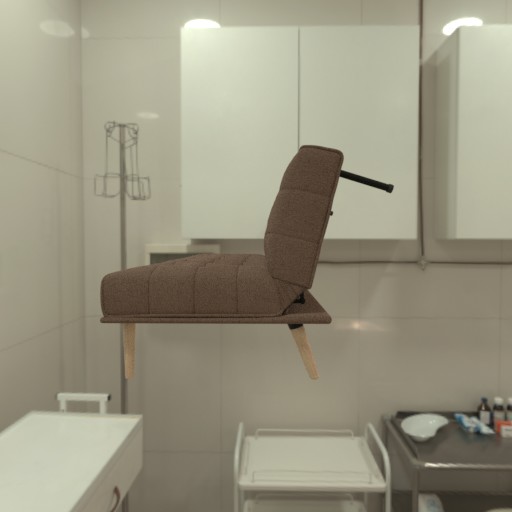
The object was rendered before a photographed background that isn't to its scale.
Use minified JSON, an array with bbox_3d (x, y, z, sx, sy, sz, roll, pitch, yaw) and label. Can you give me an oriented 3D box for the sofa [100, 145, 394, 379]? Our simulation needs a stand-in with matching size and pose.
[{"bbox_3d":[0.000,0.000,2.373,1.038,0.810,1.820,0,2,1],"label":"sofa"}]
